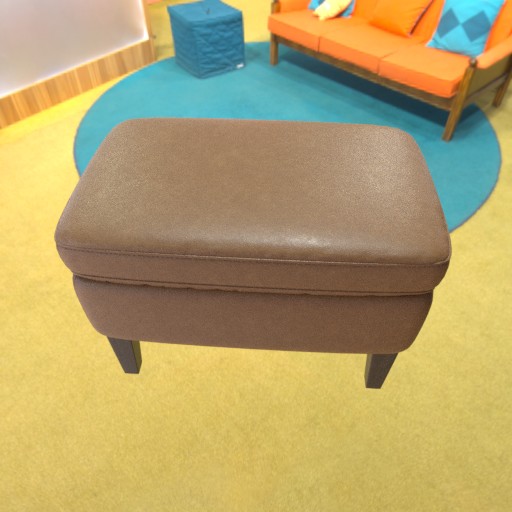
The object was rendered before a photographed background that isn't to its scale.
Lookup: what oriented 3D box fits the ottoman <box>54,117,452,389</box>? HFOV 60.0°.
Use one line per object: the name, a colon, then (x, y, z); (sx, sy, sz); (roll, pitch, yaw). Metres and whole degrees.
ottoman: (0.000, 0.000, 0.981); (0.670, 0.480, 0.420); (3, 46, 3)
